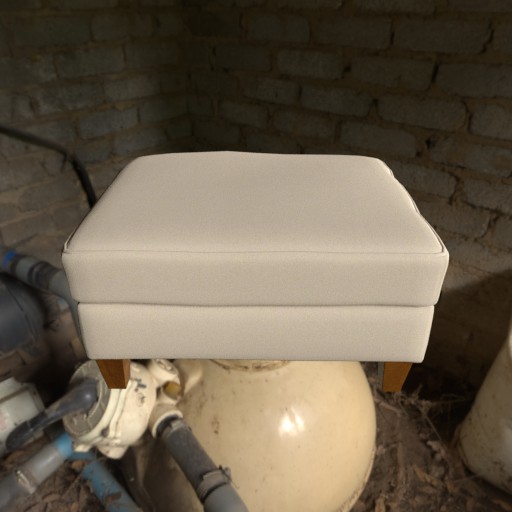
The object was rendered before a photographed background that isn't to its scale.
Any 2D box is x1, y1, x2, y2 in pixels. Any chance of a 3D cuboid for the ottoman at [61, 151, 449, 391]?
[{"bbox_3d":[0.000,0.000,1.254,0.818,0.485,0.634,0,31,1],"label":"ottoman"}]
